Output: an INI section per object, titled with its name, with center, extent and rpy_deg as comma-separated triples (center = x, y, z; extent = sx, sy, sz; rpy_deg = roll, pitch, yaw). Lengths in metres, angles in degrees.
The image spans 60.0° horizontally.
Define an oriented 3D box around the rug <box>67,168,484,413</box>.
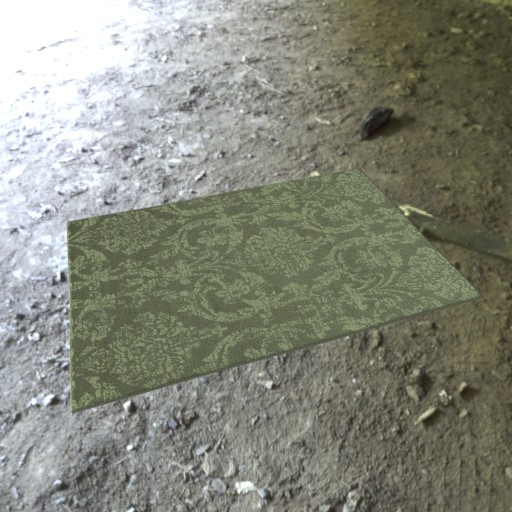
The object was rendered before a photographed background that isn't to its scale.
[rug]
center = 0.000, 0.000, 2.258
extent = 1.824, 0.012, 1.206
rpy_deg = -13, 43, -14
